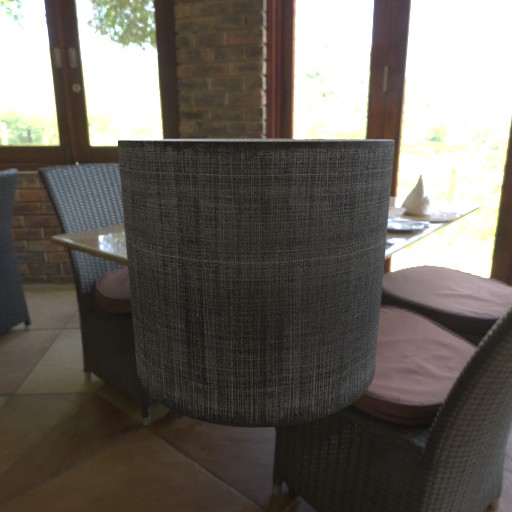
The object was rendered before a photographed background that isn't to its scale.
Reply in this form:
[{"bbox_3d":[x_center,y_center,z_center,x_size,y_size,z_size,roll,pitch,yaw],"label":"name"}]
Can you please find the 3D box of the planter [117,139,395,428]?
[{"bbox_3d":[0.000,0.000,0.395,0.221,0.201,0.221,0,15,0],"label":"planter"}]
